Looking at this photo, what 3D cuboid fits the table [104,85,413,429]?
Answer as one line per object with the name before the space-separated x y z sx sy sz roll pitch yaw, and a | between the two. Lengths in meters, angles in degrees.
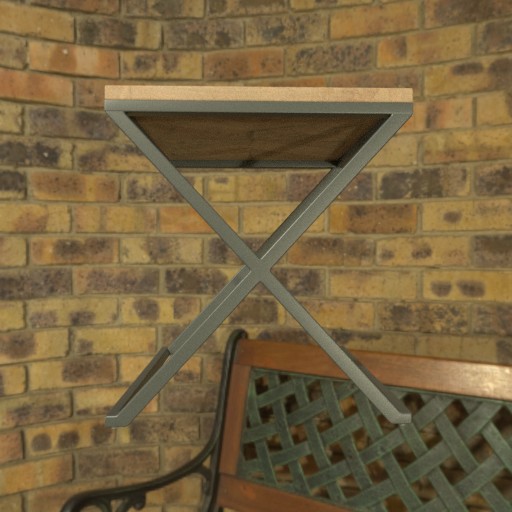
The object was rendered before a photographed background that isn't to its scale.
table | 0.000 0.000 0.959 0.498 0.550 0.499 0 1 -2
